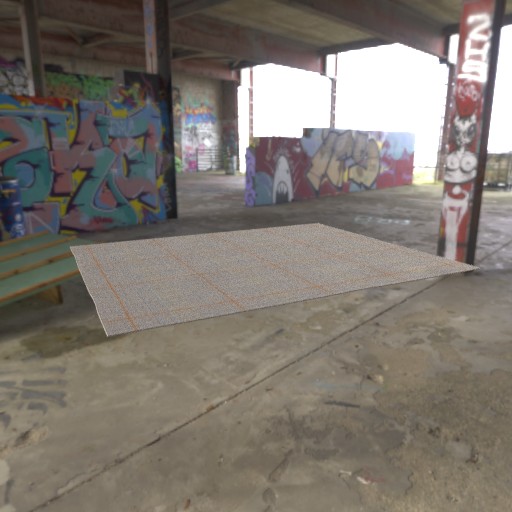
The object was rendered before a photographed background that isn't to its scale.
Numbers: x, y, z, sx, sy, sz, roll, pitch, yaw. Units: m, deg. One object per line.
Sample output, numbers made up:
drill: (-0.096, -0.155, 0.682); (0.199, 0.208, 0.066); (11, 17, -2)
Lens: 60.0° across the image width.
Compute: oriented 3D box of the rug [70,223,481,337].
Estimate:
rug: (0.000, 0.000, 4.151); (3.051, 0.021, 2.448); (-7, 16, -26)
